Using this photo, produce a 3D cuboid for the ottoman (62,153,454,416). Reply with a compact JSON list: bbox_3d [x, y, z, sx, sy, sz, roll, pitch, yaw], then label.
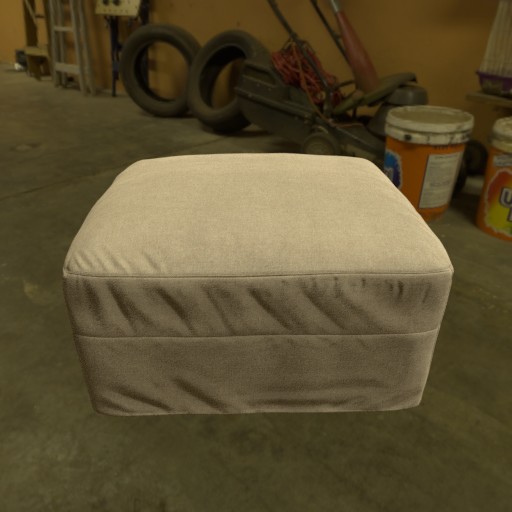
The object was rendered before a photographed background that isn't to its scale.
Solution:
[{"bbox_3d":[0.000,0.000,1.216,0.837,0.481,0.683,-1,30,-1],"label":"ottoman"}]
